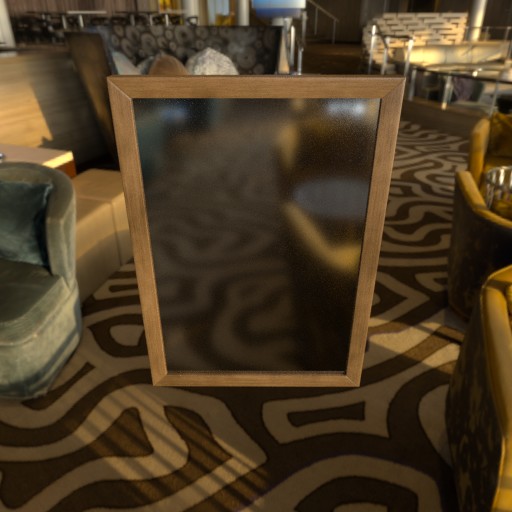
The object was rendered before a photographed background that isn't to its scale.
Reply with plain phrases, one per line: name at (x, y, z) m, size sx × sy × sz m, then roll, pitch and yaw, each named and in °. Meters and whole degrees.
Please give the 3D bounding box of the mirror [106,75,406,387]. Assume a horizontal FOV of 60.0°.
mirror at (0.000, 0.000, 0.937) m, size 0.507 × 0.710 × 0.040 m, roll 0°, pitch 29°, yaw 0°
